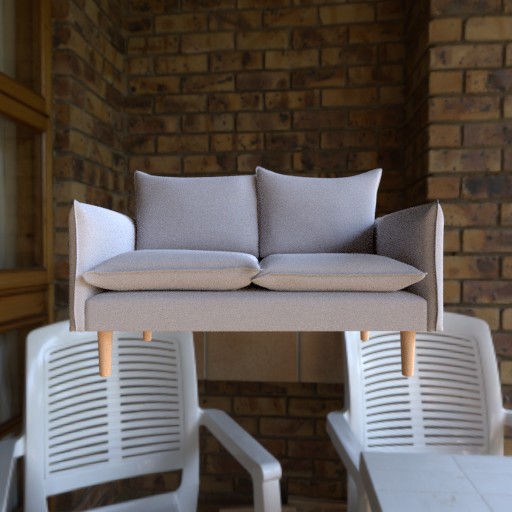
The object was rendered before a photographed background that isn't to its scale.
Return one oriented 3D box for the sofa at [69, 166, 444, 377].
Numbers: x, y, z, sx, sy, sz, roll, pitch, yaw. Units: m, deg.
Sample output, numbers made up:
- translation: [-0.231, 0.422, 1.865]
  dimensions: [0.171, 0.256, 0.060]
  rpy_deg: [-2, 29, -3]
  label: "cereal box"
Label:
- translation: [0.000, 0.000, 1.862]
  dimensions: [1.300, 0.840, 0.820]
  rpy_deg: [0, 1, 0]
  label: "sofa"
